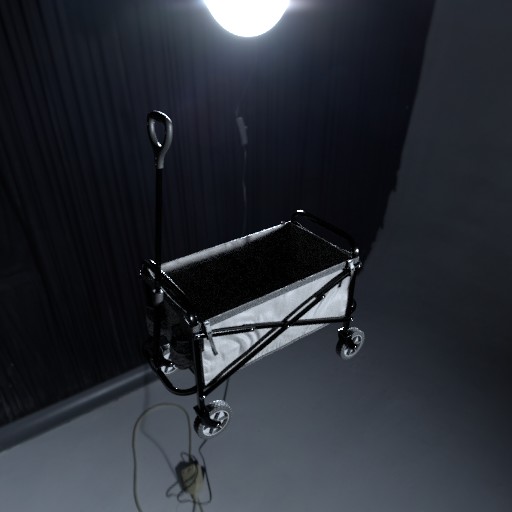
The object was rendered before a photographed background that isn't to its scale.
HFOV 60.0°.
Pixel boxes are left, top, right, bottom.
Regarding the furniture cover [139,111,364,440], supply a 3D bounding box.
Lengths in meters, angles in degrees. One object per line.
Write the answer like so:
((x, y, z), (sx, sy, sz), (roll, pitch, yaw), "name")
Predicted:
((0.000, 0.000, 1.895), (1.038, 1.295, 0.532), (-20, 36, -30), "furniture cover")
